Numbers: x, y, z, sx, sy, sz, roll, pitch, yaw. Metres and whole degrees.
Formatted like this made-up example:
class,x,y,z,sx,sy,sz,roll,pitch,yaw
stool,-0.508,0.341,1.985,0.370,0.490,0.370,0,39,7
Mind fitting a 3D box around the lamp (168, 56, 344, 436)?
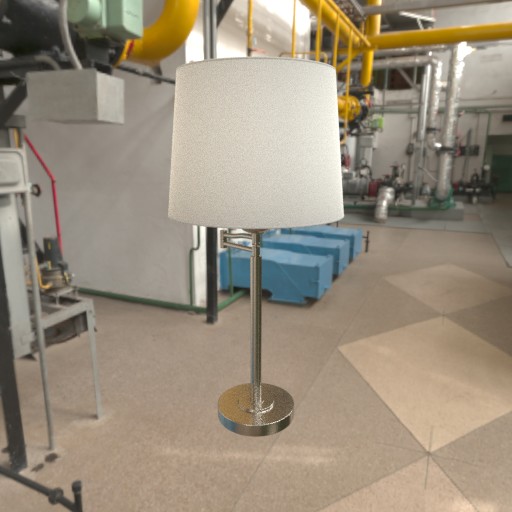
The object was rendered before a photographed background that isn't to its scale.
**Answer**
class,x,y,z,sx,sy,sz,roll,pitch,yaw
lamp,0.000,0.000,0.872,0.333,0.696,0.333,0,14,0
